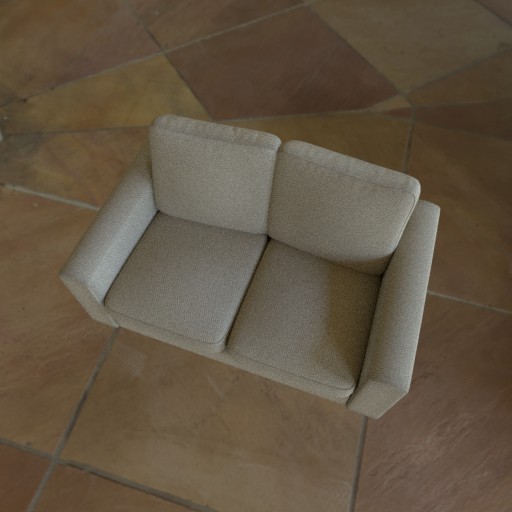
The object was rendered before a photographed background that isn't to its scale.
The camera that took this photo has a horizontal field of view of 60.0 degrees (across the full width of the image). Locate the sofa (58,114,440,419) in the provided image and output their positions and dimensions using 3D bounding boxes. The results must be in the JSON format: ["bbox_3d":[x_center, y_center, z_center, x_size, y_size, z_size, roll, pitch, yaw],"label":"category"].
[{"bbox_3d":[0.000,0.000,2.215,1.616,0.873,1.016,17,61,10],"label":"sofa"}]
